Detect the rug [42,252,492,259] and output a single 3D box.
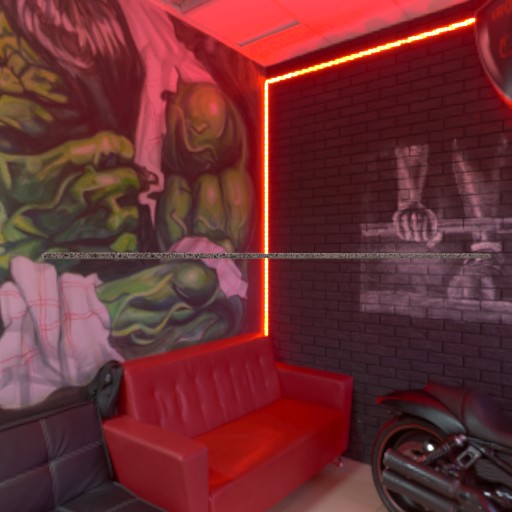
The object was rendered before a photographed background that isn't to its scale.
[{"bbox_3d":[0.000,0.000,3.347,2.743,0.030,1.778,0,0,-19],"label":"rug"}]
